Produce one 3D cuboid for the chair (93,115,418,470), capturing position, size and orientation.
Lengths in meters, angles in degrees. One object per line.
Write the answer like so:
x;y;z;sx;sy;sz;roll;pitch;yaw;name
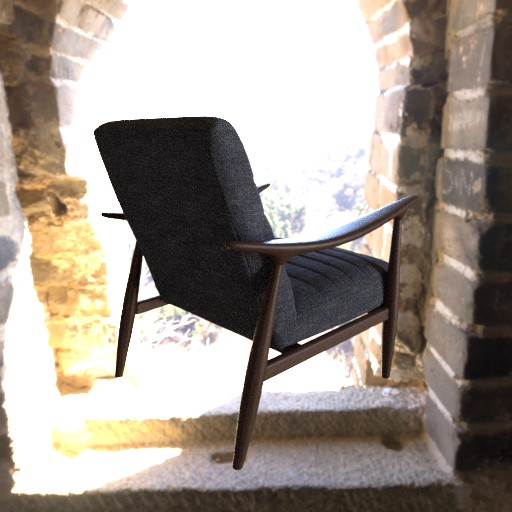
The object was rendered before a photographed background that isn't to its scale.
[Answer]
0.000;0.000;1.437;0.798;0.832;0.741;-13;19;-42;chair
